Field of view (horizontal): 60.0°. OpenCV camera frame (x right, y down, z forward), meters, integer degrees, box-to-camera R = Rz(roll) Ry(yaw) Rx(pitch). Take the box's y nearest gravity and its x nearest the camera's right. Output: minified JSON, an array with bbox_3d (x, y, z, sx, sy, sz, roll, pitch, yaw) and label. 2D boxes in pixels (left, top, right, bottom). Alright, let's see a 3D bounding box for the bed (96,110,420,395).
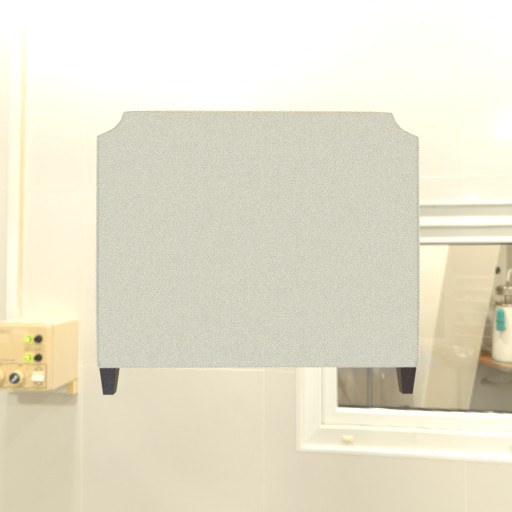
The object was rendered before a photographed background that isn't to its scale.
[{"bbox_3d":[0.000,0.000,3.468,1.712,1.497,2.372,0,-1,-1],"label":"bed"}]
